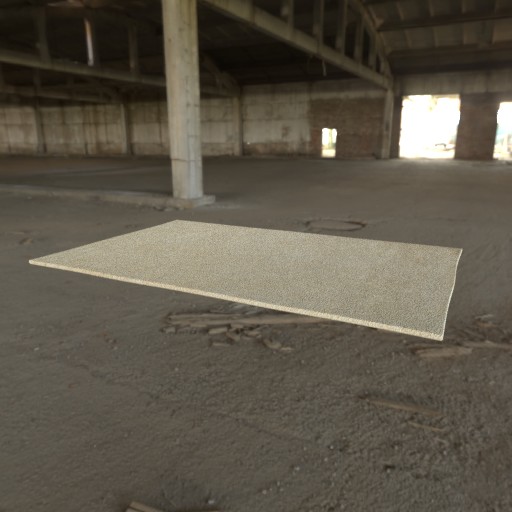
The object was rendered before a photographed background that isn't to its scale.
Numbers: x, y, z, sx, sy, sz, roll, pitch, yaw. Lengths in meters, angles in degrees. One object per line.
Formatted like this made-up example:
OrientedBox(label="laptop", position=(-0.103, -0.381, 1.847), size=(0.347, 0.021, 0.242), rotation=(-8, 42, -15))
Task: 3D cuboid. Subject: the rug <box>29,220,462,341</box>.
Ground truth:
OrientedBox(label="rug", position=(0.000, 0.000, 2.841), size=(2.346, 0.025, 1.500), rotation=(8, 17, 26))
